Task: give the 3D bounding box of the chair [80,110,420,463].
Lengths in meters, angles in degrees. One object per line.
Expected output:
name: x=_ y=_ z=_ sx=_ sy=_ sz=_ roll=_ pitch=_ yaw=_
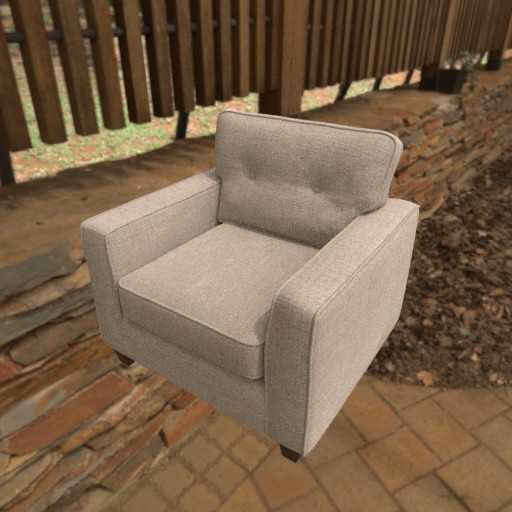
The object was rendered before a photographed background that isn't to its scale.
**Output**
chair: x=0.000 y=0.000 z=1.783 sx=1.015 sy=0.965 sz=0.939 roll=18 pitch=34 yaw=30
